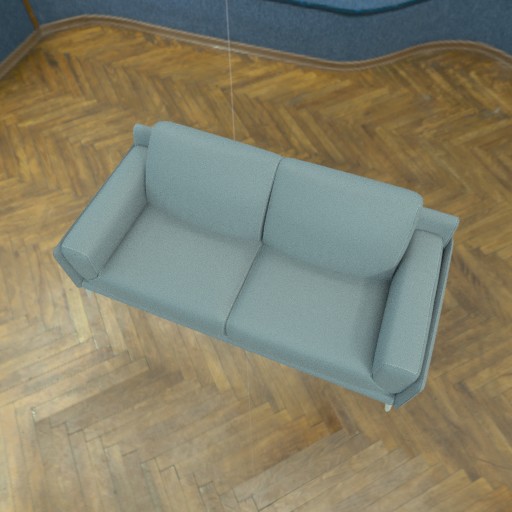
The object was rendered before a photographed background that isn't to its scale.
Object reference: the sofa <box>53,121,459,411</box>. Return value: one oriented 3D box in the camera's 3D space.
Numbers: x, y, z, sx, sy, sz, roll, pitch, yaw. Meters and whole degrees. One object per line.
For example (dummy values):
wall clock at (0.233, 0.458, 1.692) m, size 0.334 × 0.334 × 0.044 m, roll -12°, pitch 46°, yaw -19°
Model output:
sofa at (0.000, 0.000, 2.600) m, size 2.100 × 0.900 × 0.969 m, roll 19°, pitch 61°, yaw 11°
